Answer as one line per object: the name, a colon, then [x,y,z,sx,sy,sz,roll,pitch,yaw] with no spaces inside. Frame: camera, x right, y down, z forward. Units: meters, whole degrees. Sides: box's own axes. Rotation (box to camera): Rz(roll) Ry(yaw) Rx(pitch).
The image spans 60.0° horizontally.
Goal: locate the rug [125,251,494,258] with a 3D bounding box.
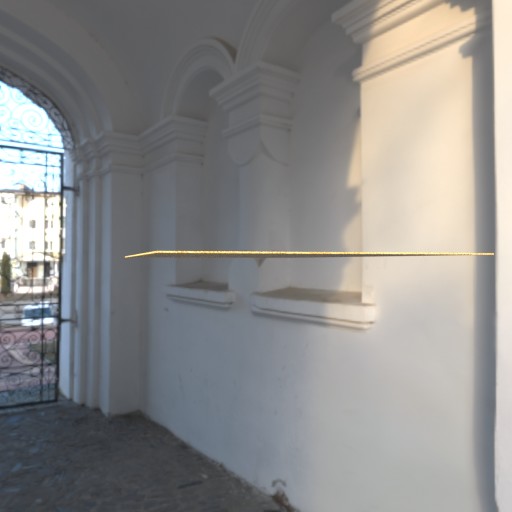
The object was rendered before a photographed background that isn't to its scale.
rug: [0.000,0.000,2.870,1.524,0.006,2.286,0,-1,-19]
